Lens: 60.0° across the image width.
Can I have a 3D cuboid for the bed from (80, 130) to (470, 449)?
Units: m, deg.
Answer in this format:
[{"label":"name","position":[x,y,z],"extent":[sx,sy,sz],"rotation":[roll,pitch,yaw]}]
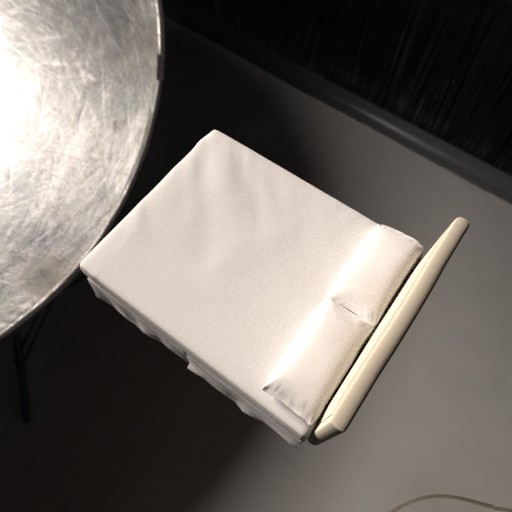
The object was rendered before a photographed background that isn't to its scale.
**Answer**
[{"label":"bed","position":[0.000,0.000,3.668],"extent":[2.477,1.437,1.977],"rotation":[33,69,15]}]
